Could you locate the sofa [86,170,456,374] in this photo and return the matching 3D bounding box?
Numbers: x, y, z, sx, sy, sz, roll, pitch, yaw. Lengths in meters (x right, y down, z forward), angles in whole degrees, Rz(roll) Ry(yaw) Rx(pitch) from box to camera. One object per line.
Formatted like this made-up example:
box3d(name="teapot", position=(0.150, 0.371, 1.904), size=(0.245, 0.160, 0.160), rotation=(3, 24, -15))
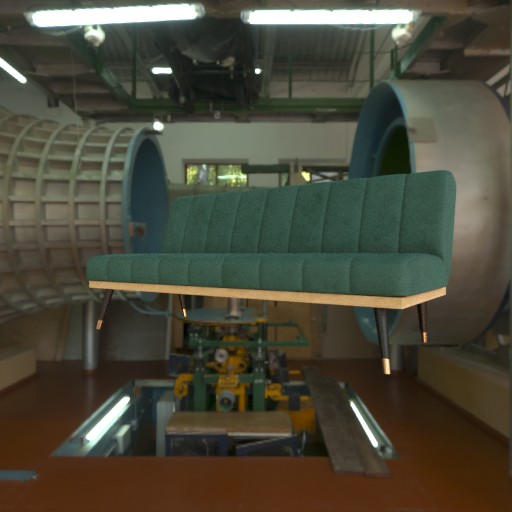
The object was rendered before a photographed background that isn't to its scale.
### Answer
box3d(name="sofa", position=(0.000, 0.000, 2.332), size=(1.810, 0.820, 0.830), rotation=(0, 0, 35))
